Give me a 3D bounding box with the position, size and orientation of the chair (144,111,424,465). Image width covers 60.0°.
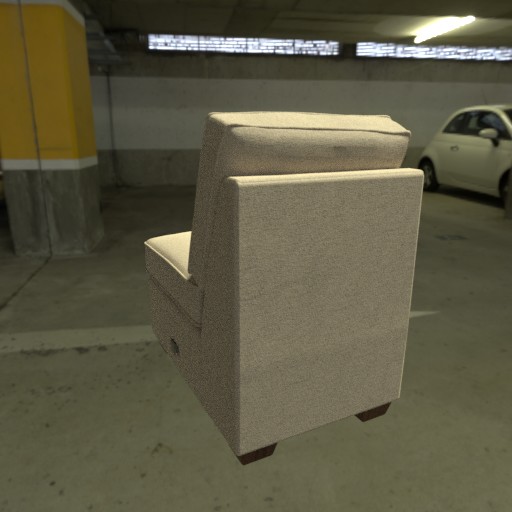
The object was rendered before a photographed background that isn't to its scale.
[{"bbox_3d":[0.000,0.000,1.614,0.621,0.970,0.938,-8,17,-26],"label":"chair"}]
